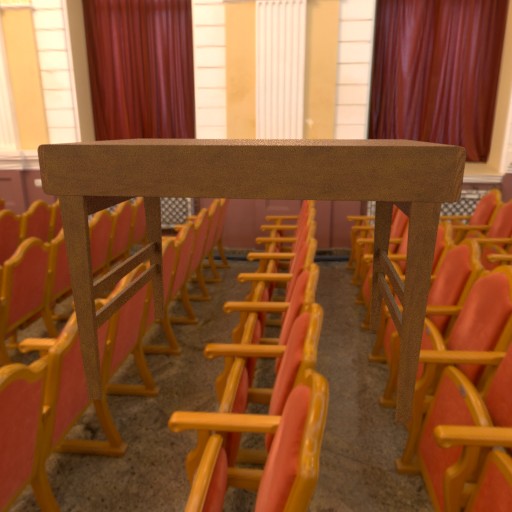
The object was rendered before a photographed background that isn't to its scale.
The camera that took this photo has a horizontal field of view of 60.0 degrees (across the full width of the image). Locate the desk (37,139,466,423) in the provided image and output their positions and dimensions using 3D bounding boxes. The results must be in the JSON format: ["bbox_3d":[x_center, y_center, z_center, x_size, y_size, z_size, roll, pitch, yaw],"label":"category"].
[{"bbox_3d":[0.000,0.000,1.507,1.066,0.754,0.660,2,16,7],"label":"desk"}]
